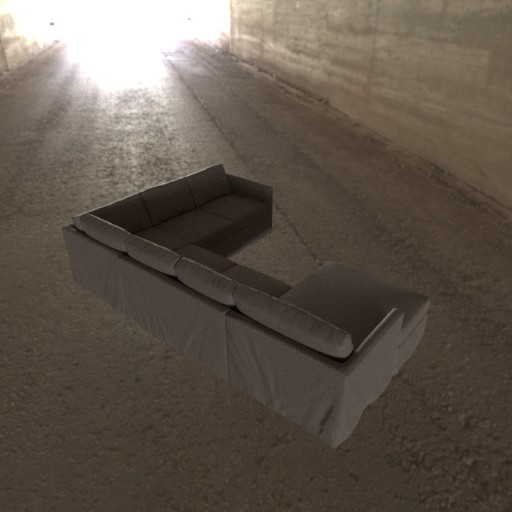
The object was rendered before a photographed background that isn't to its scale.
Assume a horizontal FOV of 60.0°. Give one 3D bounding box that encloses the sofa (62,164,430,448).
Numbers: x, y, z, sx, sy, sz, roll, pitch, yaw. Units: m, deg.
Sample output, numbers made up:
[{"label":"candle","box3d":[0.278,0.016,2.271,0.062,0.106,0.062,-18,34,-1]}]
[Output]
[{"label":"sofa","box3d":[0.000,0.000,4.728,3.528,0.878,2.476,22,36,33]}]
